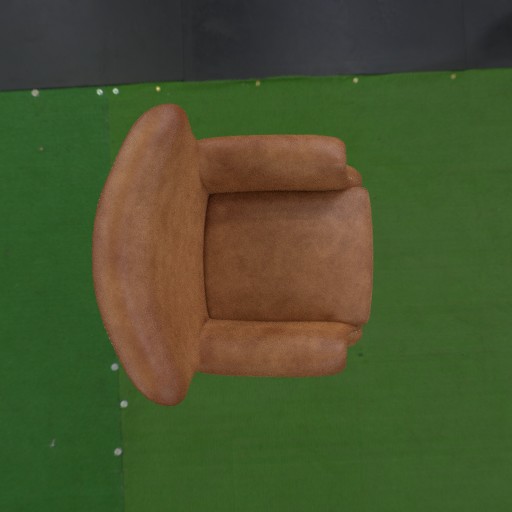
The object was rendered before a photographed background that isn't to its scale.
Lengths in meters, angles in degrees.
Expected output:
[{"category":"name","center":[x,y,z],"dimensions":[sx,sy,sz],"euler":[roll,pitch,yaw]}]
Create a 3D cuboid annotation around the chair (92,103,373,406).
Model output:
[{"category":"chair","center":[0.000,0.000,1.672],"dimensions":[0.921,0.936,0.861],"euler":[0,89,0]}]
